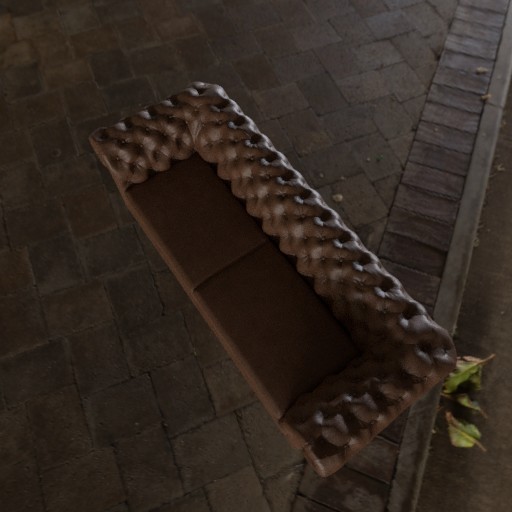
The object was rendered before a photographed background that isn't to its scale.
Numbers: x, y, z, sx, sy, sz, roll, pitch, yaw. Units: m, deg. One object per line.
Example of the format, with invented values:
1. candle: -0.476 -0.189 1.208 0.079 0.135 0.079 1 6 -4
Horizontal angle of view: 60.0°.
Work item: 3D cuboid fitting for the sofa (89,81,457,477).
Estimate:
1. sofa: 0.000 0.000 2.756 0.944 0.783 2.385 -33 68 -15
